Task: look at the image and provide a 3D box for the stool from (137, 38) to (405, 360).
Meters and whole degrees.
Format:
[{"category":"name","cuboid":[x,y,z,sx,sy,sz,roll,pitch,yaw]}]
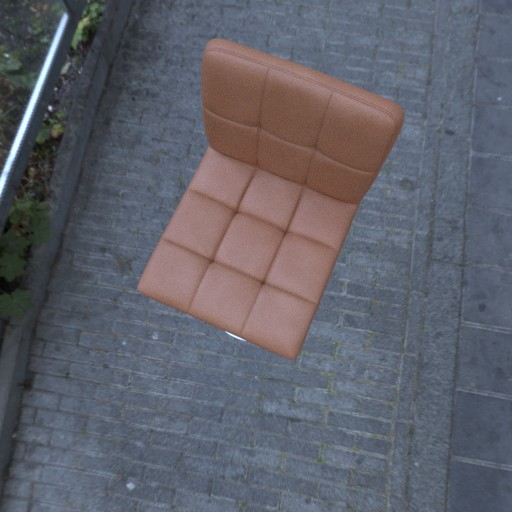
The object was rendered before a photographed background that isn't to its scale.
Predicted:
[{"category":"stool","cuboid":[0.000,0.000,1.319,0.430,1.115,0.505,23,76,6]}]
